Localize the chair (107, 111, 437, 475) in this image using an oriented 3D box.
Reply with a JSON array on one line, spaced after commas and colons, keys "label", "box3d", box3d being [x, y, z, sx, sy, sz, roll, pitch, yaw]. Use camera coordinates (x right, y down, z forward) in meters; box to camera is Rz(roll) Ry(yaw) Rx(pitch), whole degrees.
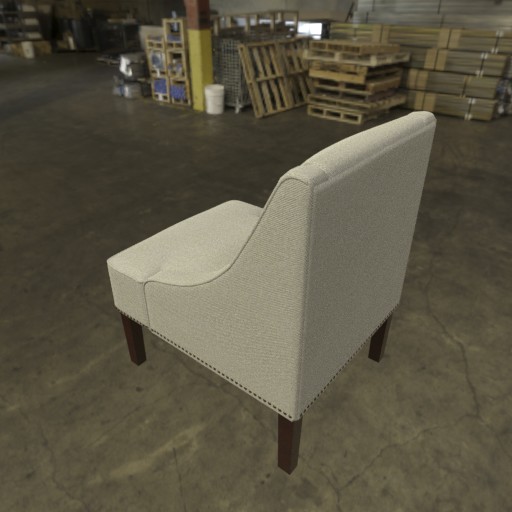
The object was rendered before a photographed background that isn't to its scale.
[{"label": "chair", "box3d": [0.000, 0.000, 1.381, 0.748, 0.872, 0.628, 23, 38, 33]}]
